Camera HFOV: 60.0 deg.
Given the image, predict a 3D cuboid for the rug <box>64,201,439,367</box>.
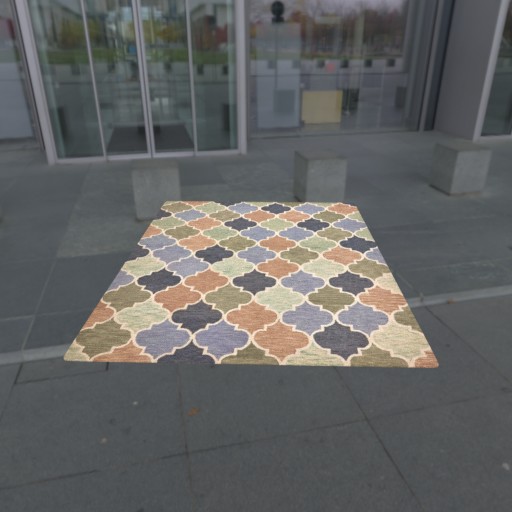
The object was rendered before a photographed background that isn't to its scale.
[{"bbox_3d":[0.000,0.000,4.294,2.439,0.013,3.200,1,26,1],"label":"rug"}]
